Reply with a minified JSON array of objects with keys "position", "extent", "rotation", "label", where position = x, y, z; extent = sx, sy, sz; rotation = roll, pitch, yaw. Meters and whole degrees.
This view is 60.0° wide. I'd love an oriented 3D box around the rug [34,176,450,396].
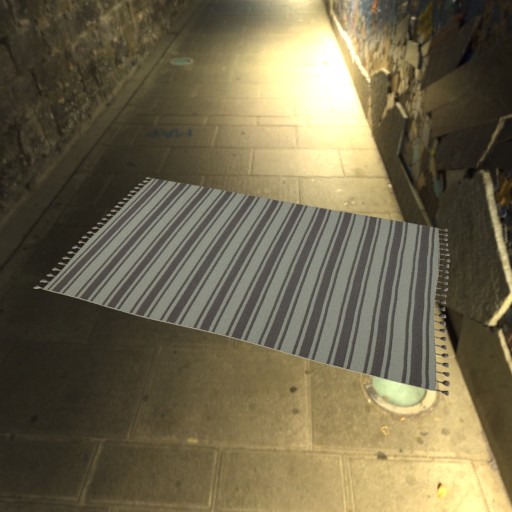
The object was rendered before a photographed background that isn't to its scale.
[{"position":[0.000,0.000,2.524],"extent":[2.096,0.011,1.229],"rotation":[12,41,14],"label":"rug"}]
